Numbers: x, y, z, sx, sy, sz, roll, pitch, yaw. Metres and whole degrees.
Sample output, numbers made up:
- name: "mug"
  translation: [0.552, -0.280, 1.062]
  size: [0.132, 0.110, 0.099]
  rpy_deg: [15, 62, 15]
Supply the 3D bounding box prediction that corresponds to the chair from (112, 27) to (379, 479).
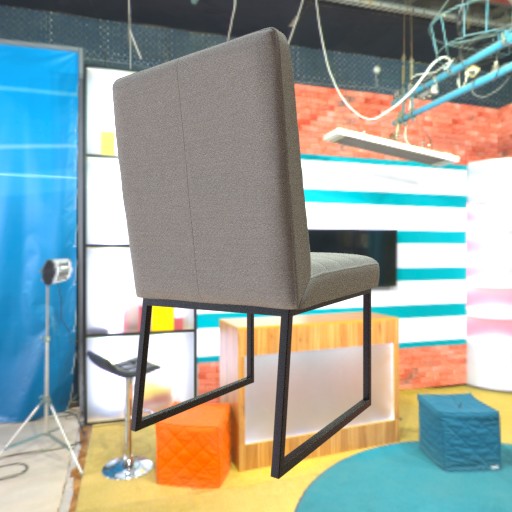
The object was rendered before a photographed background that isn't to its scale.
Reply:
- name: "chair"
  translation: [0.000, 0.000, 1.263]
  size: [0.520, 0.930, 0.634]
  rpy_deg: [0, 0, 34]
